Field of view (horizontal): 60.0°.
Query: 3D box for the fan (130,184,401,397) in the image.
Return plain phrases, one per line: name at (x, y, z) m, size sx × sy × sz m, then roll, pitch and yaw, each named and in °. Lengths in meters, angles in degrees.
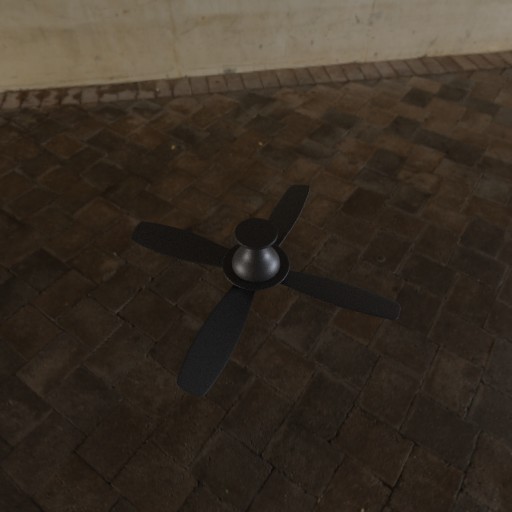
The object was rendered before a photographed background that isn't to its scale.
fan at (0.000, 0.000, 2.554) m, size 1.694 × 0.382 × 1.694 m, roll 17°, pitch 50°, yaw 15°
